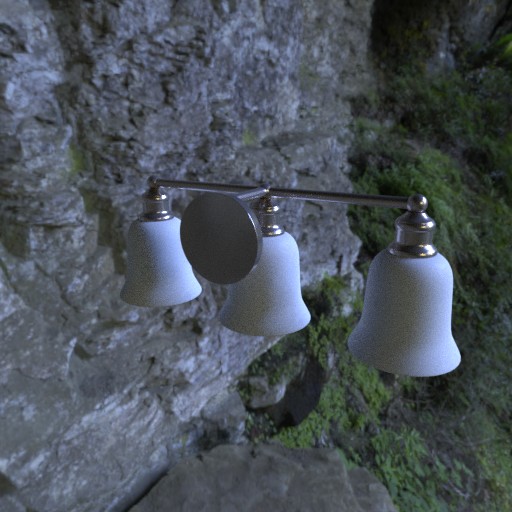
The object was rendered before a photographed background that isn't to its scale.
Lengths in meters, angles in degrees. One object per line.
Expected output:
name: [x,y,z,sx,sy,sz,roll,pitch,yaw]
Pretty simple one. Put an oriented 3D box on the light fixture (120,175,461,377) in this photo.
light fixture: [0.000,0.000,0.649,0.570,0.211,0.198,9,19,28]
